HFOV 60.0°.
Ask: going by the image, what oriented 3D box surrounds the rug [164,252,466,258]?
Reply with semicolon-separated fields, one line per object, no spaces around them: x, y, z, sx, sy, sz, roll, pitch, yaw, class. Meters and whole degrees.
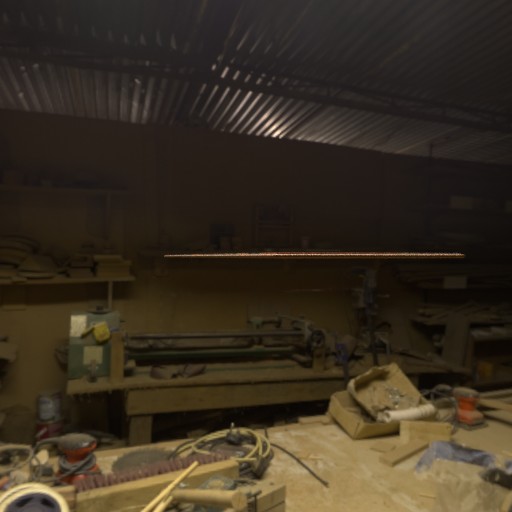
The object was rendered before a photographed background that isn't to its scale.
0.000;0.000;1.949;0.556;0.013;1.820;0;0;-19;rug
